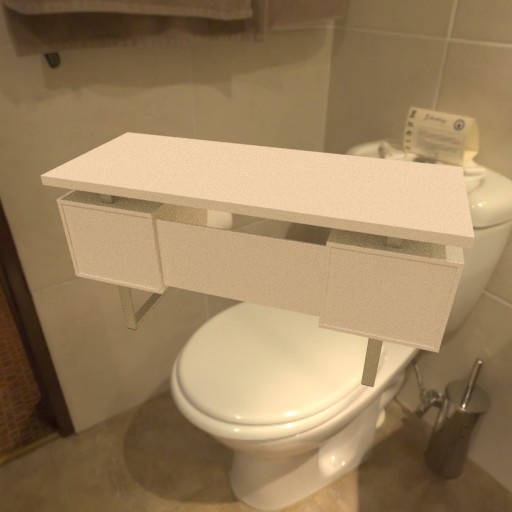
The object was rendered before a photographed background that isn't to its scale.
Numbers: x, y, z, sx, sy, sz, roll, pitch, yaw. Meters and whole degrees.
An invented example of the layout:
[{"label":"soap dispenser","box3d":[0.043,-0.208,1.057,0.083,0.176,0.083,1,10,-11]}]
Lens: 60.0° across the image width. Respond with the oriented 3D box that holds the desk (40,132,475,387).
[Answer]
[{"label":"desk","box3d":[0.000,0.000,1.924,1.530,0.773,0.603,10,33,16]}]
